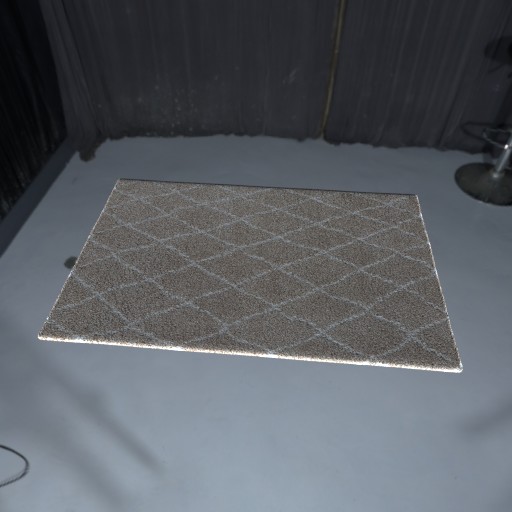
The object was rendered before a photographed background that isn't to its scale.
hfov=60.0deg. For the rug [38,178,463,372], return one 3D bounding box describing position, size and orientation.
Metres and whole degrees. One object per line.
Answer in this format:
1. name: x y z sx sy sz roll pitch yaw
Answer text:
1. rug: 0.000 0.000 3.454 2.743 0.030 1.778 4 46 4
